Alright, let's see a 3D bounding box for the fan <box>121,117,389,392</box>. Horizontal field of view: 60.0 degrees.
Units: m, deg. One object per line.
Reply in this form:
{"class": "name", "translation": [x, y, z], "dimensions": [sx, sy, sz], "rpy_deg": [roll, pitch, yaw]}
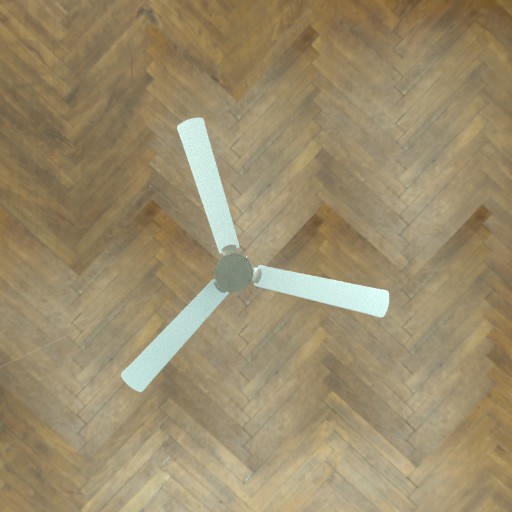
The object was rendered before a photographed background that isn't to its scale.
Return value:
{"class": "fan", "translation": [0.000, 0.000, 2.330], "dimensions": [1.531, 0.446, 1.561], "rpy_deg": [0, 91, -1]}
